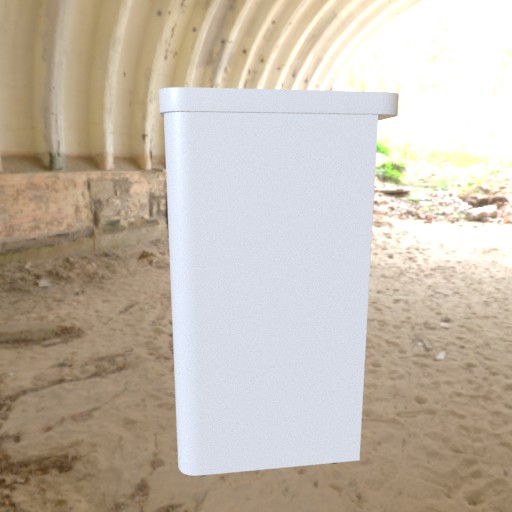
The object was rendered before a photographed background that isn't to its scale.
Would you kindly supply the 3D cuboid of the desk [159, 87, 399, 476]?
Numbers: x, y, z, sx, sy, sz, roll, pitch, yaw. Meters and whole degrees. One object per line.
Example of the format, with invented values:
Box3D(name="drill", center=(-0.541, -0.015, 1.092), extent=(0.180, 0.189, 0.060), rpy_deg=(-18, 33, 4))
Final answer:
Box3D(name="desk", center=(0.000, 0.000, 1.236), extent=(0.446, 0.760, 0.790), rpy_deg=(-2, 12, -8))
